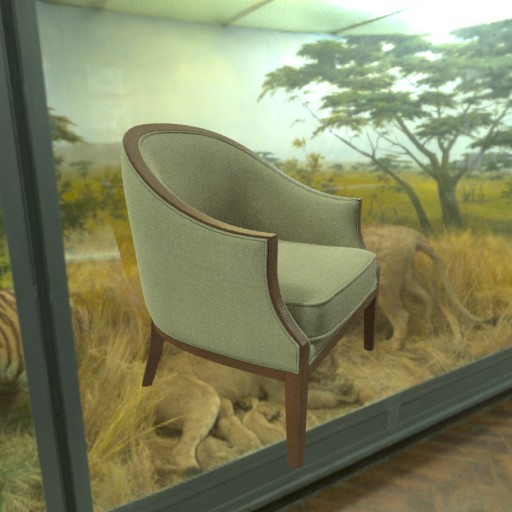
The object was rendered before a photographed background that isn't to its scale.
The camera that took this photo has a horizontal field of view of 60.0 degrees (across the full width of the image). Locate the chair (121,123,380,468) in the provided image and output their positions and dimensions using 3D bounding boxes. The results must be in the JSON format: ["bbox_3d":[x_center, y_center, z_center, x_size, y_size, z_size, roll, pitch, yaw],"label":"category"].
[{"bbox_3d":[0.000,0.000,1.507,0.735,0.876,0.803,8,17,27],"label":"chair"}]
